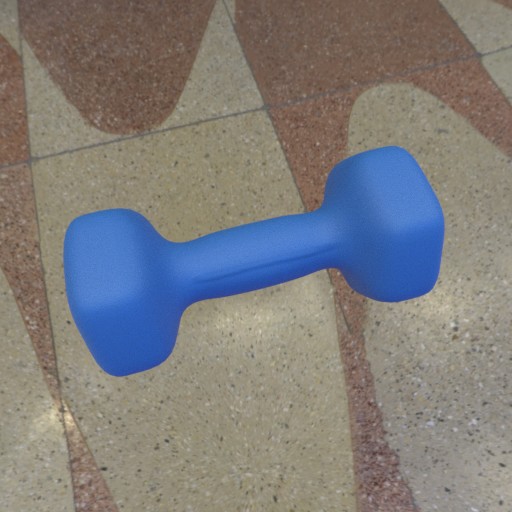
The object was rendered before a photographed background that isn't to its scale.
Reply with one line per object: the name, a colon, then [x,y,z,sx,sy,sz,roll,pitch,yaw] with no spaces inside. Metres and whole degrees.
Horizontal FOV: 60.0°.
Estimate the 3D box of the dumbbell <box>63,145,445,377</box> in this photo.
dumbbell: [0.000,0.000,0.270,0.212,0.093,0.103,-13,65,-6]
